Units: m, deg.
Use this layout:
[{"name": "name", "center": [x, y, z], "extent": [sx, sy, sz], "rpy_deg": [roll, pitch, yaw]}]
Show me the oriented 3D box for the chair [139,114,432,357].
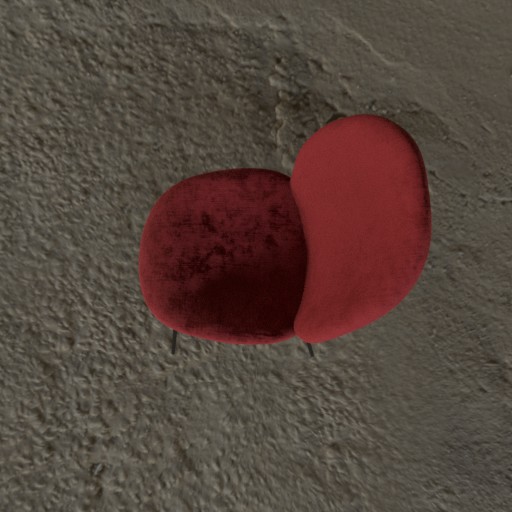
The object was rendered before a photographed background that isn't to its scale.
[{"name": "chair", "center": [0.000, 0.000, 1.115], "extent": [0.587, 0.791, 0.458], "rpy_deg": [0, 74, 0]}]
